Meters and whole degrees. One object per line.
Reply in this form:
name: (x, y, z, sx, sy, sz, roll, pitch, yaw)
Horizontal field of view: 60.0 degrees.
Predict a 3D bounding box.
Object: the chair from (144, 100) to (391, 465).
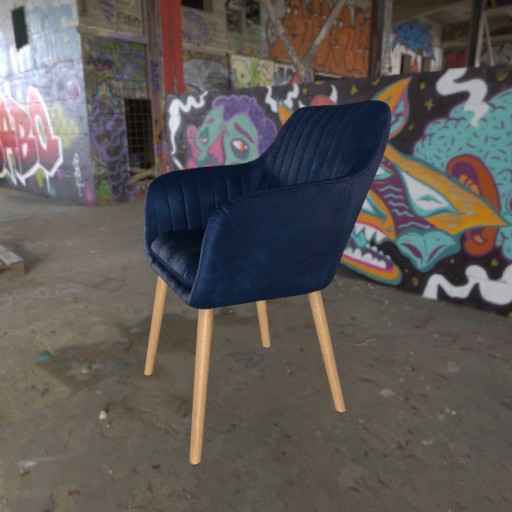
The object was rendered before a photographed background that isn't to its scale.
chair: (0.000, 0.000, 1.241, 0.573, 0.826, 0.578, -8, 17, -26)
